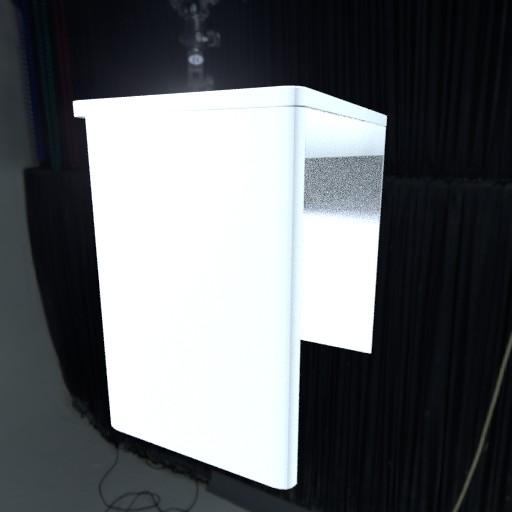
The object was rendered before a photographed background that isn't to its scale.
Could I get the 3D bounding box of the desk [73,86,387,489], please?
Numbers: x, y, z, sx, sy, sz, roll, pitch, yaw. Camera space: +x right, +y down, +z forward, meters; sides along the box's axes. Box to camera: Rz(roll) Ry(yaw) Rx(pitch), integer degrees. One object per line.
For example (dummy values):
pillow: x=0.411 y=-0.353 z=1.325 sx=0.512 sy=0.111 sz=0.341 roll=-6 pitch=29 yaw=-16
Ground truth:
desk: x=0.000 y=0.000 z=1.274 sx=0.549 sy=0.800 sz=0.762 roll=7 pitch=15 yaw=26
